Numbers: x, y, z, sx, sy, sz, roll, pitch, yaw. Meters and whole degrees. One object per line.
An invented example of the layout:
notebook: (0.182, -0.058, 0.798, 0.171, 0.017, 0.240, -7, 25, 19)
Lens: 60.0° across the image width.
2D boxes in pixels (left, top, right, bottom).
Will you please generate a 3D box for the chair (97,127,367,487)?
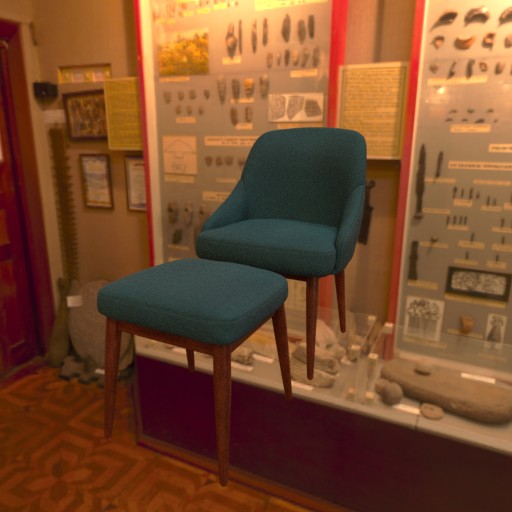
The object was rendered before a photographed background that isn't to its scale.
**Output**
chair: (0.000, 0.000, 1.544, 0.584, 0.866, 1.114, 8, 18, 27)
